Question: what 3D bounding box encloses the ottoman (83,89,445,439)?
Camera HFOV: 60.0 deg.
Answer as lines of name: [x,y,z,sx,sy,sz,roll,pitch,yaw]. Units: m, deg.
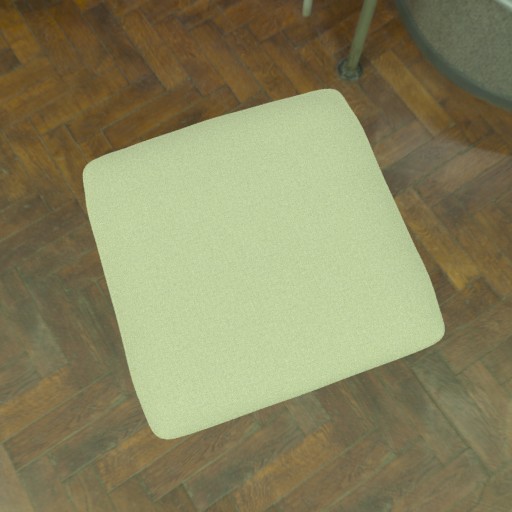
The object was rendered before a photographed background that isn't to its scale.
ottoman: [0.000,0.000,1.578,0.996,0.467,0.977,-19,77,-5]
